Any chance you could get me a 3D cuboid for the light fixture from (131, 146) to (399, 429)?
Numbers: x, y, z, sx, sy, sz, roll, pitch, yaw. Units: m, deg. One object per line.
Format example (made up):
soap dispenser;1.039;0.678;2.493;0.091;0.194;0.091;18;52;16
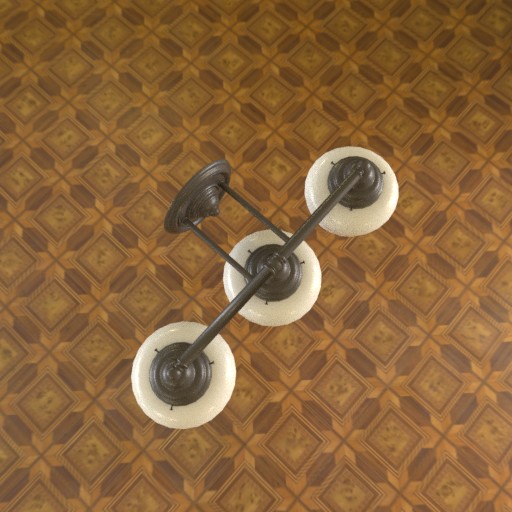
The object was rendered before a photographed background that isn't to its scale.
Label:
light fixture;0.000;0.000;0.708;0.239;0.242;0.587;41;79;10
